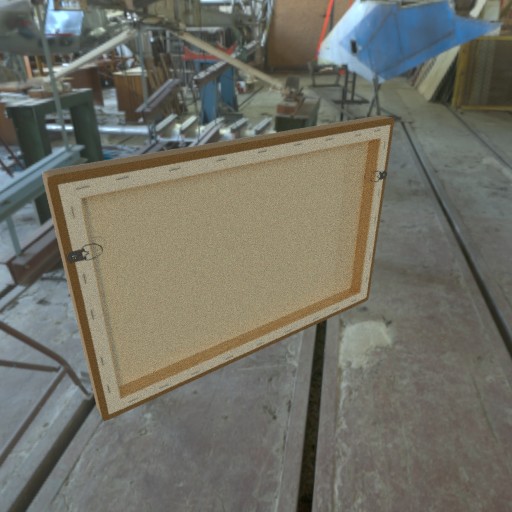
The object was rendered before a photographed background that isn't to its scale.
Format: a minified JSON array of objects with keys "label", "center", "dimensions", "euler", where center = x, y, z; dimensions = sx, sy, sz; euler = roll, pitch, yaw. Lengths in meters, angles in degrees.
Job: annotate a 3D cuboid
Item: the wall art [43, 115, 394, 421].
[{"label":"wall art","center":[0.000,0.000,0.482],"dimensions":[0.380,0.254,0.019],"euler":[-18,33,-30]}]
